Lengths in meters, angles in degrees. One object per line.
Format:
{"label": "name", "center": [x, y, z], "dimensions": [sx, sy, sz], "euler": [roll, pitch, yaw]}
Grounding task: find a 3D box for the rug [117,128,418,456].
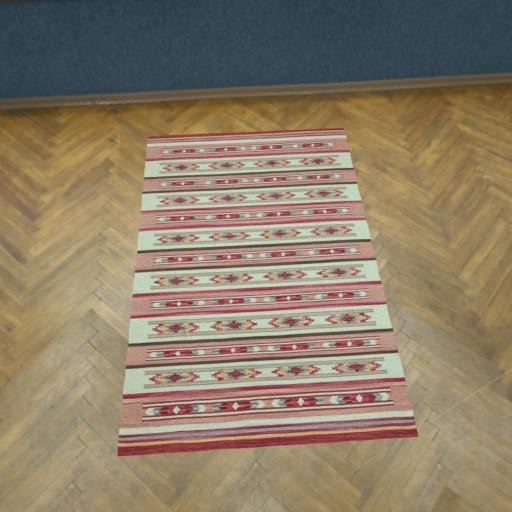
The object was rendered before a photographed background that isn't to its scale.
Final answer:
{"label": "rug", "center": [0.000, 0.000, 2.268], "dimensions": [1.223, 0.008, 1.817], "euler": [-3, 58, -2]}
